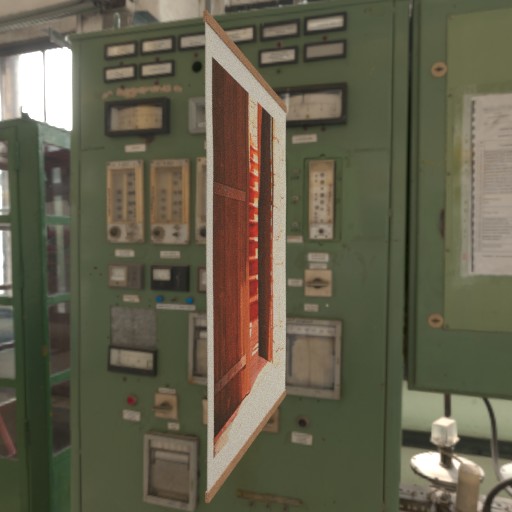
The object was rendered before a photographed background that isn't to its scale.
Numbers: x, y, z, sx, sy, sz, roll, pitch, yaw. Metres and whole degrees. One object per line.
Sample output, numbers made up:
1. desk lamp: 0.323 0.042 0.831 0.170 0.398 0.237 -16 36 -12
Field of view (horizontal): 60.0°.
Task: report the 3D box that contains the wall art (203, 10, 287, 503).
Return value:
1. wall art: 0.000 0.000 1.855 0.019 1.527 1.019 1 2 18
